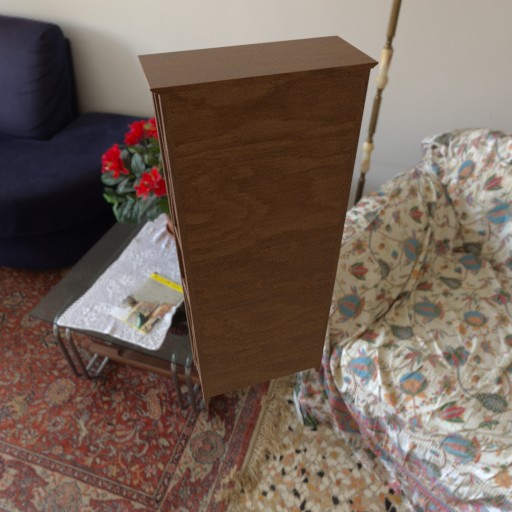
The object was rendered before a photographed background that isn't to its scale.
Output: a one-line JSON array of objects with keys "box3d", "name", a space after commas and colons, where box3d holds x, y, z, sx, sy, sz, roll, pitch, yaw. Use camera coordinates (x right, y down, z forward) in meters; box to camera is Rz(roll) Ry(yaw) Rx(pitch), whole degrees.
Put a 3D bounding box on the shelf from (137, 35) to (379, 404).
[{"box3d": [0.000, 0.000, 2.229, 0.805, 1.905, 0.335, -12, 43, -13], "name": "shelf"}]
